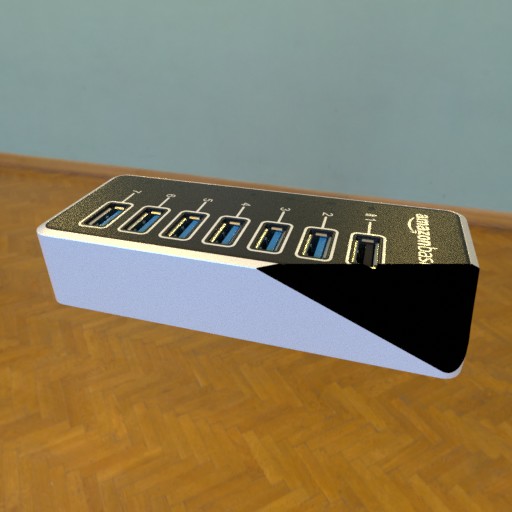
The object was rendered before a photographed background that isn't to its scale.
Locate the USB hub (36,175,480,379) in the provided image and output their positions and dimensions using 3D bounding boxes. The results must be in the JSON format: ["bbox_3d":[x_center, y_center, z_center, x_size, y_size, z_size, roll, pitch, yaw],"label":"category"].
[{"bbox_3d":[0.000,0.000,0.125,0.110,0.023,0.044,8,32,14],"label":"USB hub"}]
